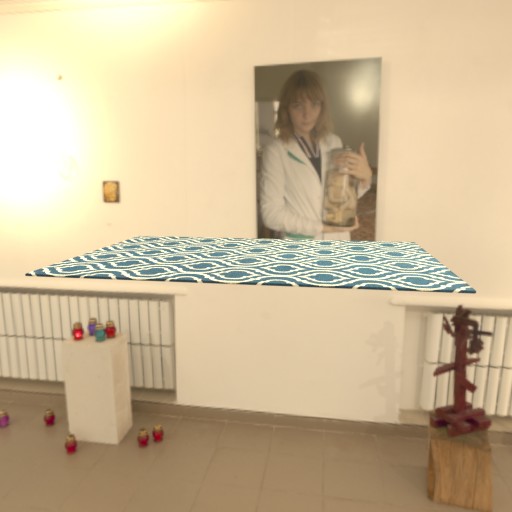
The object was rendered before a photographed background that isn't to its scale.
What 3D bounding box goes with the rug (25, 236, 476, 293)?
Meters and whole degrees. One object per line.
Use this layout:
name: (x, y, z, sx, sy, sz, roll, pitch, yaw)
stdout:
rug: (0.000, 0.000, 2.245, 1.753, 0.010, 1.143, 2, 11, 9)
